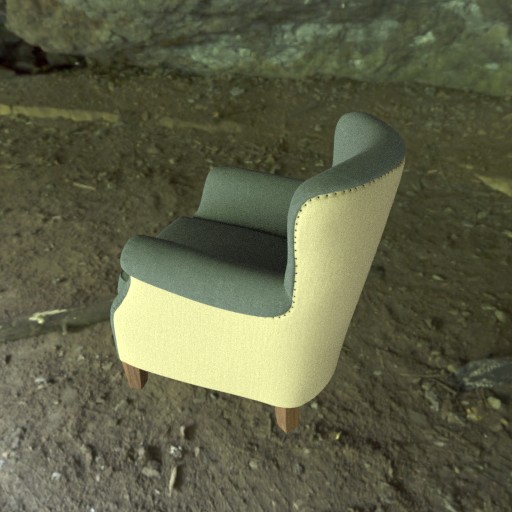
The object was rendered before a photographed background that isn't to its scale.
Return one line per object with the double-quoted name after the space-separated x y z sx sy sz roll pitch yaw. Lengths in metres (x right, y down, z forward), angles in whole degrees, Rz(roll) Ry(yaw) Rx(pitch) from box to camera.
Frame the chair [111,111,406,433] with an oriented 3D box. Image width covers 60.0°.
0.000 0.000 1.634 0.921 0.936 0.861 9 31 15 "chair"
